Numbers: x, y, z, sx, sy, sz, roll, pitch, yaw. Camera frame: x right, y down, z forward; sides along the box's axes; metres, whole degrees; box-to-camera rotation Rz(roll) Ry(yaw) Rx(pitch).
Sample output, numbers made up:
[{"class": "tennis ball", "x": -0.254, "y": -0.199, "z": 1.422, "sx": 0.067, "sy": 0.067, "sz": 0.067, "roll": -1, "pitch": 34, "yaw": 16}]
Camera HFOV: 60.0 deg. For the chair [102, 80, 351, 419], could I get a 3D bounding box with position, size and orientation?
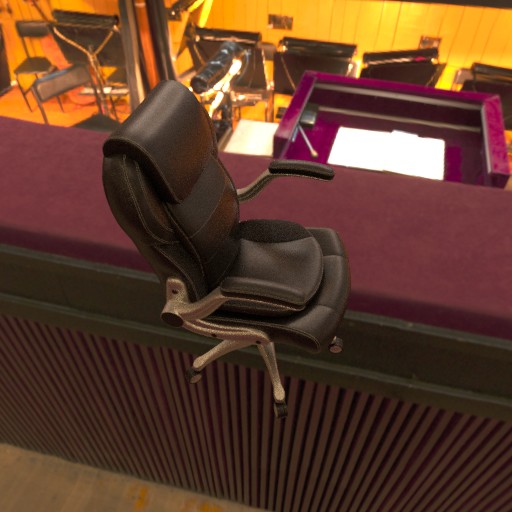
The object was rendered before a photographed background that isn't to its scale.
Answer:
[{"class": "chair", "x": 0.000, "y": 0.000, "z": 1.676, "sx": 0.801, "sy": 1.141, "sz": 0.724, "roll": 10, "pitch": 46, "yaw": 10}]
